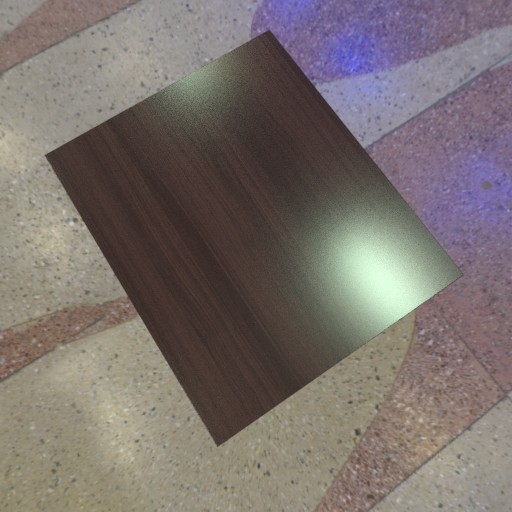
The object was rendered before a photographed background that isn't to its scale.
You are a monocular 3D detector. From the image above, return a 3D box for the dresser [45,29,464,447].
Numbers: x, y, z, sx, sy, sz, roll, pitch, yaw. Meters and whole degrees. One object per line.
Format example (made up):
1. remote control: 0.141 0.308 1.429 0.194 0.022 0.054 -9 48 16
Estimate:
1. dresser: 0.000 0.000 0.756 0.360 0.470 0.400 -33 78 -8
